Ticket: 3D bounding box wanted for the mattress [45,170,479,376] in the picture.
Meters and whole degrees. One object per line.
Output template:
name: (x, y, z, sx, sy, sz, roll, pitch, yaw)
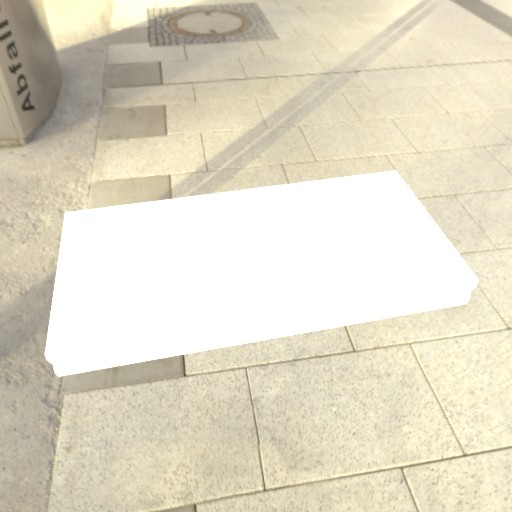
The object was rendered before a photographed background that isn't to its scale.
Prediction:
mattress: (0.000, 0.000, 2.251, 1.900, 0.200, 0.900, -9, 46, -8)
